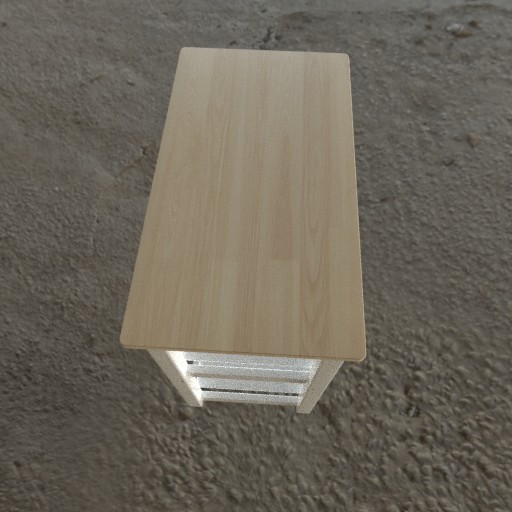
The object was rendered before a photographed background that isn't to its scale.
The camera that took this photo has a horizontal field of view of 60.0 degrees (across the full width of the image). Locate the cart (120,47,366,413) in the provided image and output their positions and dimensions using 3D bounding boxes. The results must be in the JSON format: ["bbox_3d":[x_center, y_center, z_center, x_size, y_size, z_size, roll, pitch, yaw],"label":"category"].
[{"bbox_3d":[0.000,0.000,1.431,0.457,0.927,0.899,3,62,2],"label":"cart"}]
